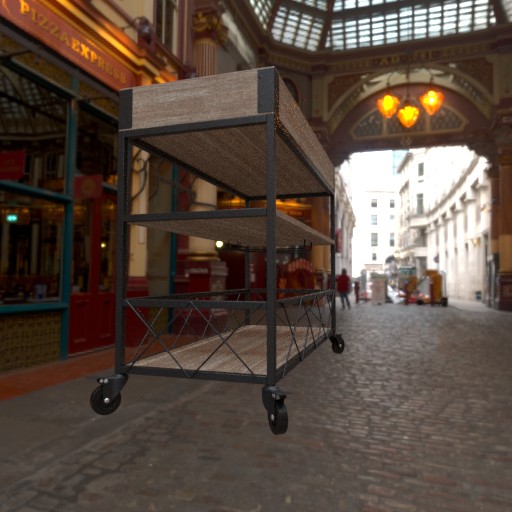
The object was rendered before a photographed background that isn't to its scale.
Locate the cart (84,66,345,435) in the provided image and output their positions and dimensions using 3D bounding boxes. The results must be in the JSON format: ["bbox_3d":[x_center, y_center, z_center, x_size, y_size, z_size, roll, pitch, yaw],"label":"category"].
[{"bbox_3d":[0.000,0.000,1.481,0.500,0.787,1.101,-1,-3,18],"label":"cart"}]
